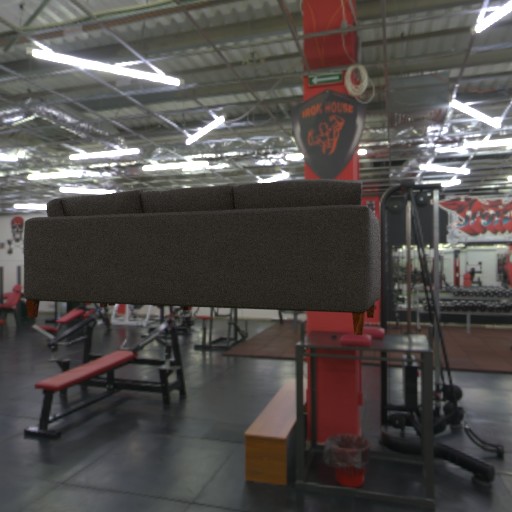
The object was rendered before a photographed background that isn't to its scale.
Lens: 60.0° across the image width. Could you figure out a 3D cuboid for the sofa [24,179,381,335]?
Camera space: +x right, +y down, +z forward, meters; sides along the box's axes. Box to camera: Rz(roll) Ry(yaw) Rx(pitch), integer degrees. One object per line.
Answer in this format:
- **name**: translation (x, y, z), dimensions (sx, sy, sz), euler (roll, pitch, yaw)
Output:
- **sofa**: translation (0.000, 0.000, 4.557), dimensions (2.594, 0.961, 3.460), euler (0, -1, 19)
